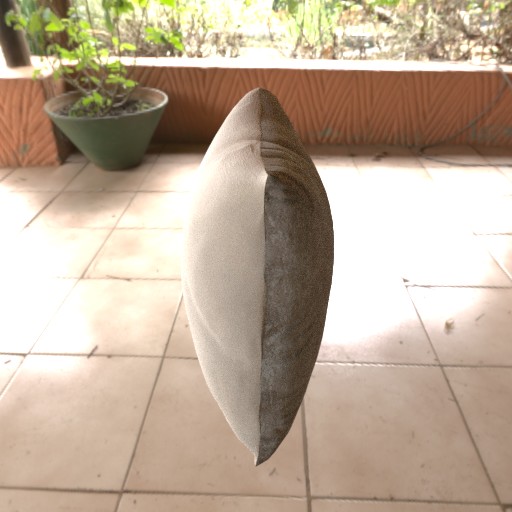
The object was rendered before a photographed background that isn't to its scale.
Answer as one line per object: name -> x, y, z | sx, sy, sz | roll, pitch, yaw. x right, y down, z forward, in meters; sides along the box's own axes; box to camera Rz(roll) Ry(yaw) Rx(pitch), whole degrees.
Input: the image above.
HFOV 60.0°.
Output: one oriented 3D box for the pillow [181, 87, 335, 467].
pillow -> 0.000, 0.000, 0.723 | 0.245, 0.448, 0.450 | 1, 31, 1
